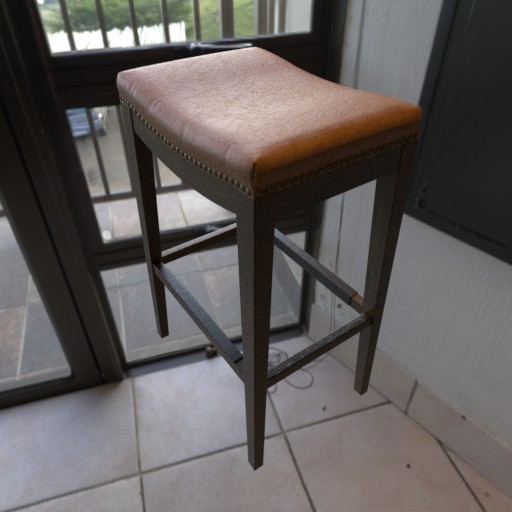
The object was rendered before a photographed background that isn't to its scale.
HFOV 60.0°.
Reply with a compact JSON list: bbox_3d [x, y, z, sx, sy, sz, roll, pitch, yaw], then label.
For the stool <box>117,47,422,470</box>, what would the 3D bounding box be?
[{"bbox_3d":[0.000,0.000,1.004,0.361,0.759,0.500,-24,45,-27],"label":"stool"}]
